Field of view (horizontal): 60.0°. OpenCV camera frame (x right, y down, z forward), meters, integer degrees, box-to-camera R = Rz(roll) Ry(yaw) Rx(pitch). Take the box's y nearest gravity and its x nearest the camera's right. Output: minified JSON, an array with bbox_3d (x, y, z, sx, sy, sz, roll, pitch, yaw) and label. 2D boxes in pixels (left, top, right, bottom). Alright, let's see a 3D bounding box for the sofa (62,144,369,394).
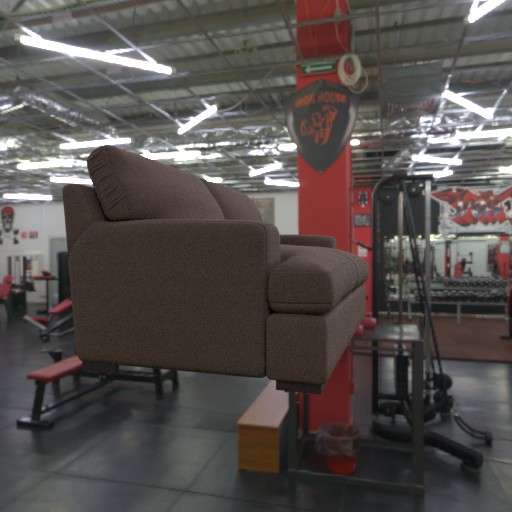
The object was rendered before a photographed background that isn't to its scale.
[{"bbox_3d":[0.000,0.000,2.523,1.140,0.950,1.869,0,1,18],"label":"sofa"}]
